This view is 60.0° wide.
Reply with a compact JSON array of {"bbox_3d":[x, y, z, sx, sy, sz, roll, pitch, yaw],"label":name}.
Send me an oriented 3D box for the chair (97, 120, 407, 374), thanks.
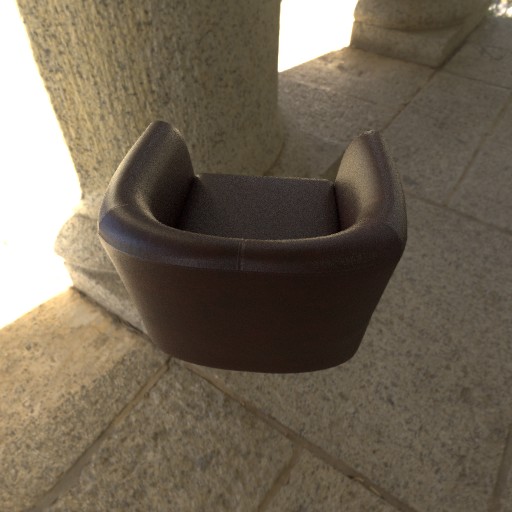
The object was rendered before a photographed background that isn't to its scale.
[{"bbox_3d":[0.000,0.000,1.401,0.792,0.756,0.727,4,47,3],"label":"chair"}]
